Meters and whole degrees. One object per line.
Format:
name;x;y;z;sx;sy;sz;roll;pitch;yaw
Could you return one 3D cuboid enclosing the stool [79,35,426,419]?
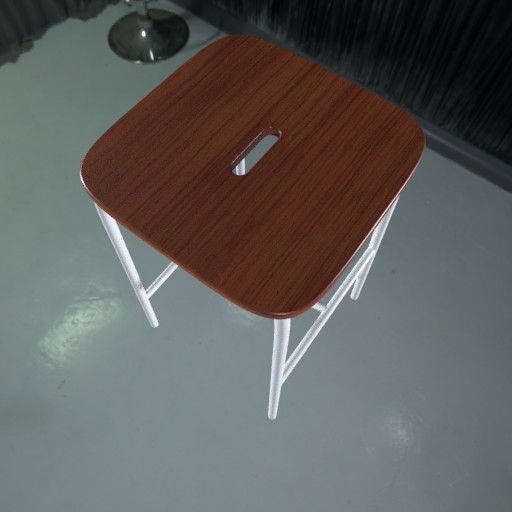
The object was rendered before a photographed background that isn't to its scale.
stool;0.000;0.000;0.840;0.376;0.610;0.376;34;68;15
